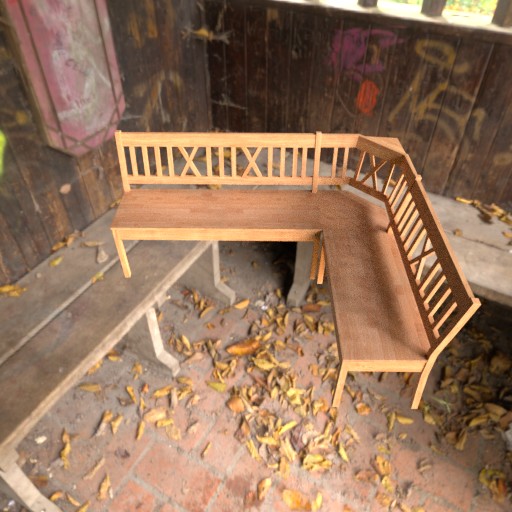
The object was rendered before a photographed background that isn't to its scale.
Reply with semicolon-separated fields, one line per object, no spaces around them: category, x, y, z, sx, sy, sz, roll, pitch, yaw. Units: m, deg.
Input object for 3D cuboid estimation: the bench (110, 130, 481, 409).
bench;0.000;0.000;2.763;1.937;0.902;1.537;1;43;1
